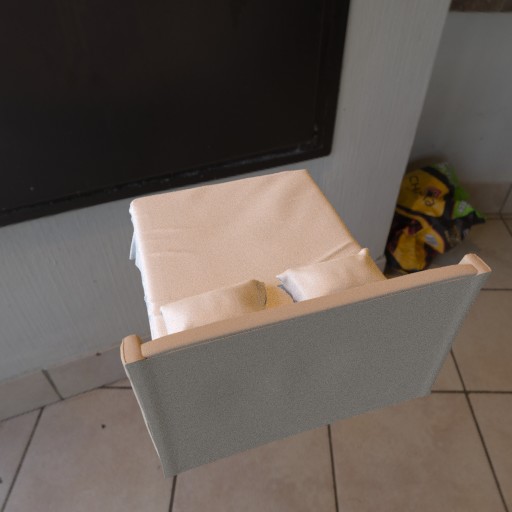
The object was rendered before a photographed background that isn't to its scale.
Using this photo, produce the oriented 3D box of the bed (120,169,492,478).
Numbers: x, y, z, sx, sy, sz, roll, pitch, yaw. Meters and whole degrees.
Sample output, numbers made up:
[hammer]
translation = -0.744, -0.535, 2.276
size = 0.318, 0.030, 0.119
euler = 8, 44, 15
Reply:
[bed]
translation = 0.000, 0.000, 3.329
size = 1.925, 1.332, 2.276
euler = -12, 45, -13
